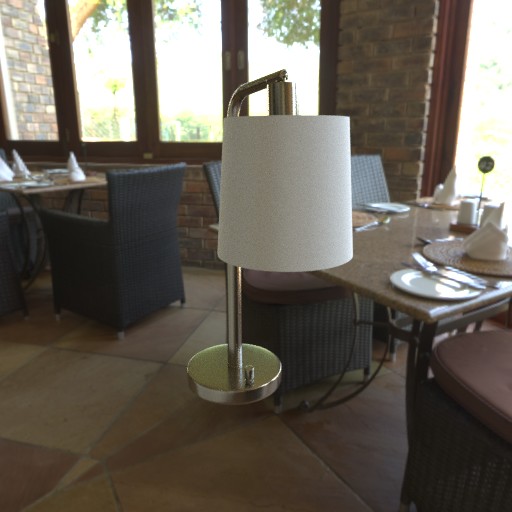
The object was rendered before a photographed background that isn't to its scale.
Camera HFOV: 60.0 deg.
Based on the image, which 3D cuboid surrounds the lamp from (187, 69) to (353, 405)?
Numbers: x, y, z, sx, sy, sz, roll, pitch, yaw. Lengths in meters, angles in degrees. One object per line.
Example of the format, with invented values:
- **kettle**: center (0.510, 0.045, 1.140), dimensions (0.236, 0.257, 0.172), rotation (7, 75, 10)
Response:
- **lamp**: center (0.000, 0.000, 0.644), dimensions (0.171, 0.489, 0.333), rotation (-8, 17, -26)
